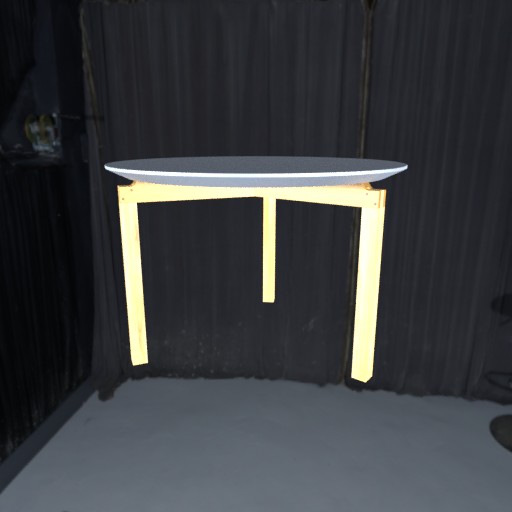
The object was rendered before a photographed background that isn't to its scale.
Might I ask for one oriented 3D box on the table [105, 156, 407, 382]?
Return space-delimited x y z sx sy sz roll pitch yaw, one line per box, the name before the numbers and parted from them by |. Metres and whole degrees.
table | 0.000 0.000 0.978 0.600 0.405 0.600 0 15 0
